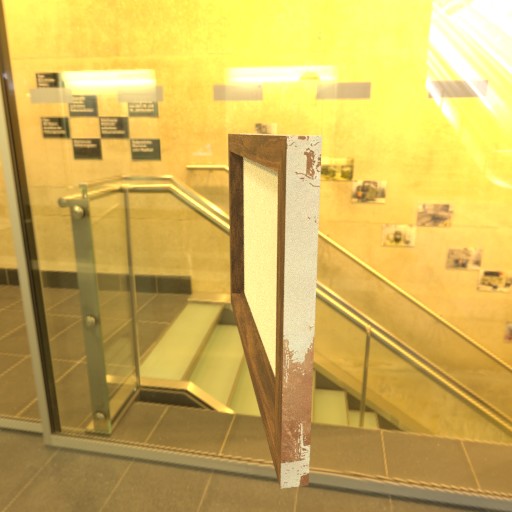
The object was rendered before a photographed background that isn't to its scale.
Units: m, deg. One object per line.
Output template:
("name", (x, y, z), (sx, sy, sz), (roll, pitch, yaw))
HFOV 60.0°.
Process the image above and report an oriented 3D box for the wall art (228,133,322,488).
("wall art", (0.000, 0.000, 0.765), (0.035, 0.405, 0.609), (-2, 16, -8))
